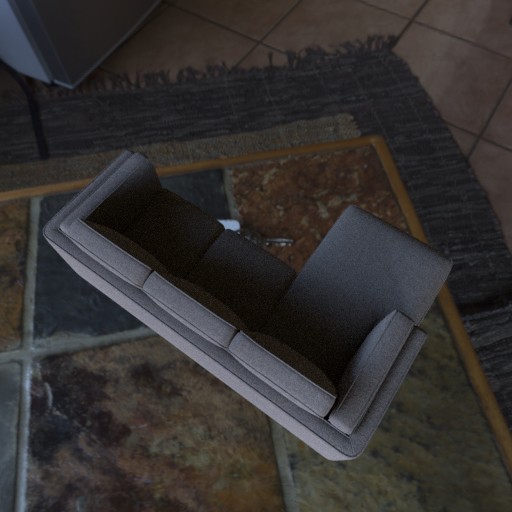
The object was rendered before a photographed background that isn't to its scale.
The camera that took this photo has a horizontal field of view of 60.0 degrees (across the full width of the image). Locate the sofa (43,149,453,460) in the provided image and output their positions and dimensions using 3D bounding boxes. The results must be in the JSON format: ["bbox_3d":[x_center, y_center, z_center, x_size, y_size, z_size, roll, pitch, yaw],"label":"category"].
[{"bbox_3d":[0.000,0.000,3.134,2.411,0.929,1.604,32,68,15],"label":"sofa"}]
